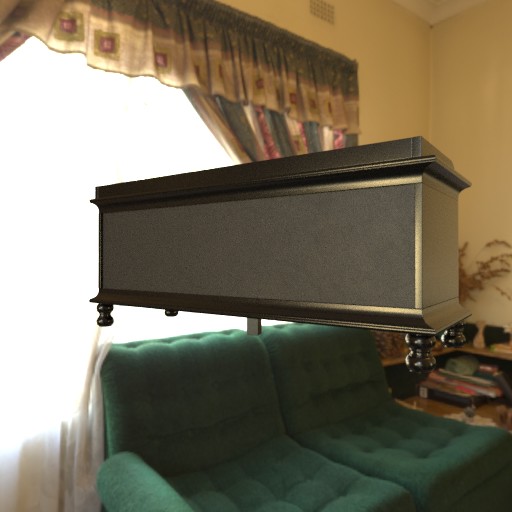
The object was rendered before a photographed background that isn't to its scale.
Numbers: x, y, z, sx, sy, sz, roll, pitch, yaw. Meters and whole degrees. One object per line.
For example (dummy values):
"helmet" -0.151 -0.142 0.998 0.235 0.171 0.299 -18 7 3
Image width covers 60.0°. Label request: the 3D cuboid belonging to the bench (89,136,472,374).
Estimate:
"bench" 0.000 0.000 1.408 1.185 0.501 0.402 0 0 35
